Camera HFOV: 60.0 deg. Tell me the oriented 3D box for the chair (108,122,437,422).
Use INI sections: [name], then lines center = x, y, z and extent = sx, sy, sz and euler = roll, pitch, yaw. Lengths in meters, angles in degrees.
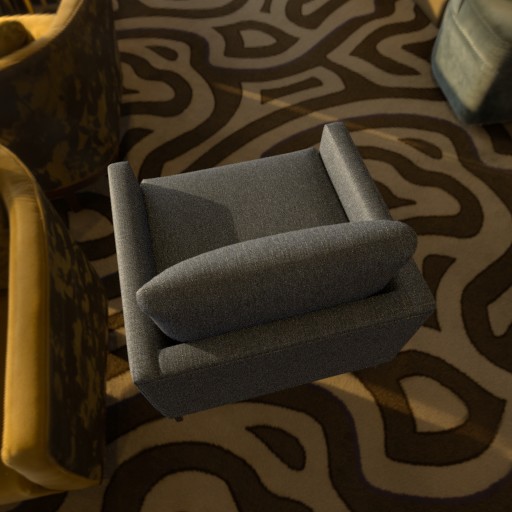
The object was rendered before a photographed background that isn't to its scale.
[chair]
center = 0.000, 0.000, 1.665
extent = 0.963, 0.861, 0.866
euler = -12, 60, -7
